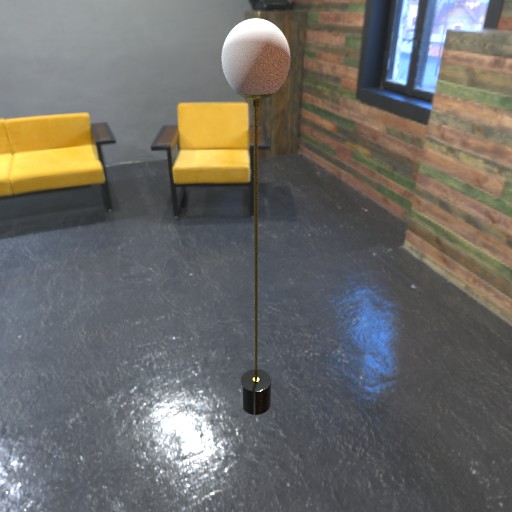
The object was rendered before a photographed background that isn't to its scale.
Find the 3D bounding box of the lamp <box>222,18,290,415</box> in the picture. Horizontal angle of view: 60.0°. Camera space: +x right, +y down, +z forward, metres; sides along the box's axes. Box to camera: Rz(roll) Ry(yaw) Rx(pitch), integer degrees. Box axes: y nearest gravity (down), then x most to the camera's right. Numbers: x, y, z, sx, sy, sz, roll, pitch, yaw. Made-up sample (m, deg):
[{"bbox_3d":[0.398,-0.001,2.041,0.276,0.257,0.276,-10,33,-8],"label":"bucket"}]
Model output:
[{"bbox_3d":[0.000,0.000,1.851,0.229,1.748,0.229,-10,31,-17],"label":"lamp"}]
